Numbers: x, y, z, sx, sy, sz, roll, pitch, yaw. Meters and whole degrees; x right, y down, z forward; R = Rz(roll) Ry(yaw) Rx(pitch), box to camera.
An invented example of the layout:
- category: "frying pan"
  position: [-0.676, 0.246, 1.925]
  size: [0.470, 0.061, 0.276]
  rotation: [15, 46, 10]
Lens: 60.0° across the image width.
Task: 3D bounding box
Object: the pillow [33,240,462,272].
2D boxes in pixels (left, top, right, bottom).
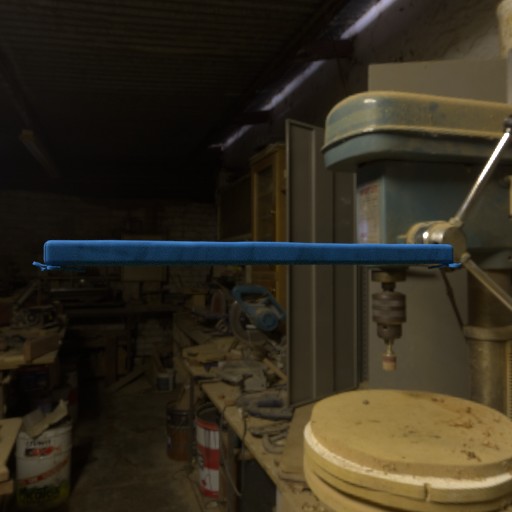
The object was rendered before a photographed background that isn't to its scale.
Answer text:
- category: "pillow"
  position: [0.000, 0.000, 1.363]
  size: [1.187, 0.081, 0.492]
  rotation: [0, 0, -19]
